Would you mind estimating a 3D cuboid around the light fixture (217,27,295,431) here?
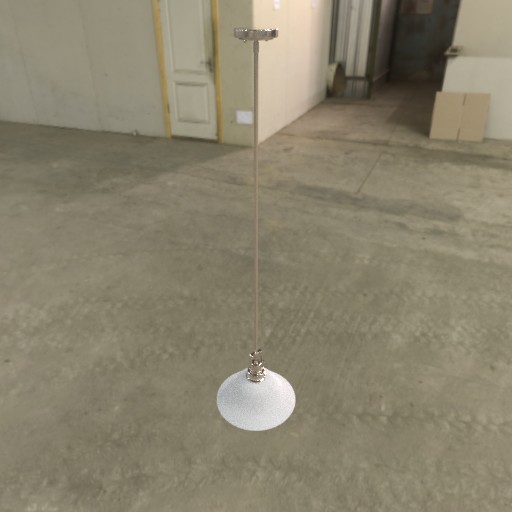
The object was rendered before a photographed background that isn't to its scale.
[{"bbox_3d":[0.000,0.000,1.480,0.324,1.354,0.324,-22,37,-32],"label":"light fixture"}]
